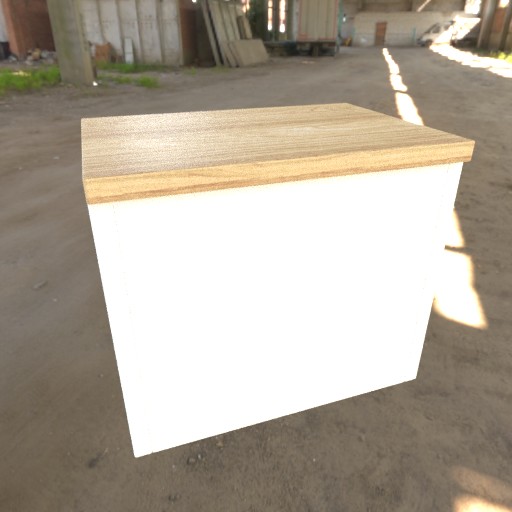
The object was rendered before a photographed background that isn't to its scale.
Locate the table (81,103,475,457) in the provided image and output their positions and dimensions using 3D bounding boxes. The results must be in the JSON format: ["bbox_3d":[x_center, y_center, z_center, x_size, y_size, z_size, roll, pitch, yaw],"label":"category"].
[{"bbox_3d":[0.000,0.000,0.774,0.500,0.440,0.360,-9,29,-17],"label":"table"}]
